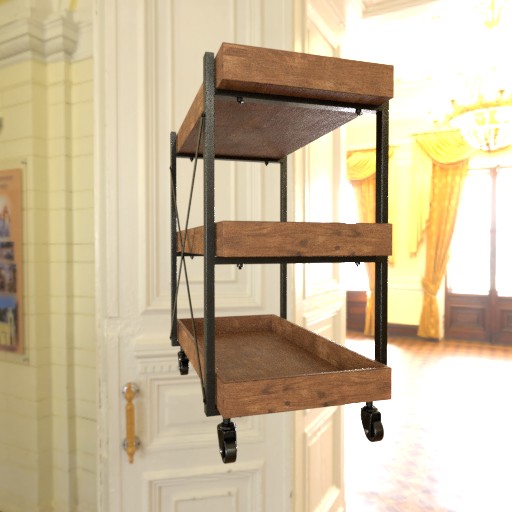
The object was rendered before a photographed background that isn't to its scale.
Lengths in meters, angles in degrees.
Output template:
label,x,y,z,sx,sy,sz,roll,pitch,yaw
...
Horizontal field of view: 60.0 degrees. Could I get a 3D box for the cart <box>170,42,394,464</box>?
label,x,y,z,sx,sy,sz,roll,pitch,yaw
cart,0.000,0.000,1.225,0.411,0.800,0.750,0,2,-17
